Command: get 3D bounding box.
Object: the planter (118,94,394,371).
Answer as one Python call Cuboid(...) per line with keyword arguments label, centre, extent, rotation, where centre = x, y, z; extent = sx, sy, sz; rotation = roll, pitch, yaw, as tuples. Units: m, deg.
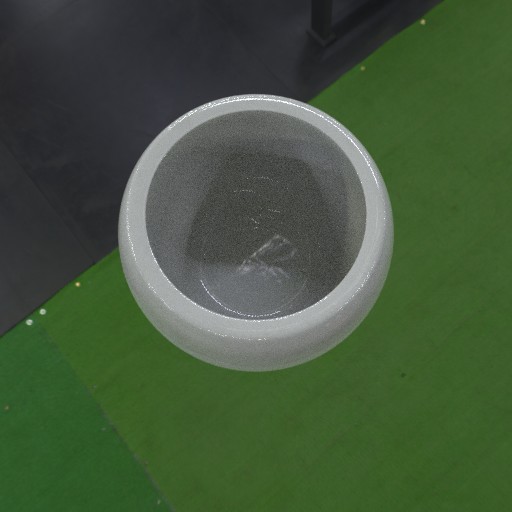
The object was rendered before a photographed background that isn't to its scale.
Cuboid(label="planter", centre=(0.000, 0.000, 0.443), extent=(0.222, 0.278, 0.222), rotation=(0, 76, 0))
